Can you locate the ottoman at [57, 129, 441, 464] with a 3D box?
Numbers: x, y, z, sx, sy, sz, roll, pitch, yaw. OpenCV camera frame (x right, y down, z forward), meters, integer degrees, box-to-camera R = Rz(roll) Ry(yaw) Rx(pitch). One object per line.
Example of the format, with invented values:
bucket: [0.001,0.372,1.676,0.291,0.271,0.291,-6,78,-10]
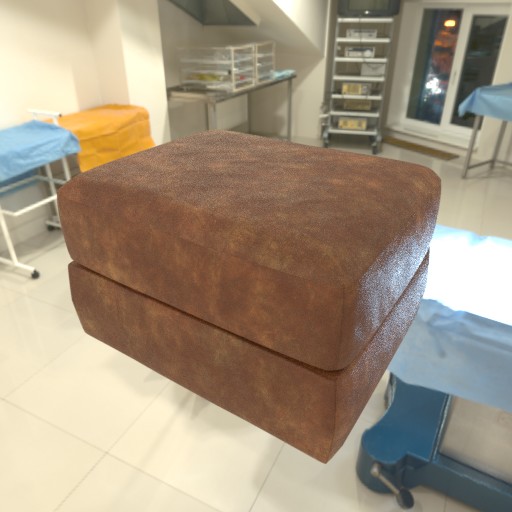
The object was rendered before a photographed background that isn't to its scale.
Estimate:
ottoman: [0.000,0.000,1.110,0.751,0.476,0.603,18,35,28]
